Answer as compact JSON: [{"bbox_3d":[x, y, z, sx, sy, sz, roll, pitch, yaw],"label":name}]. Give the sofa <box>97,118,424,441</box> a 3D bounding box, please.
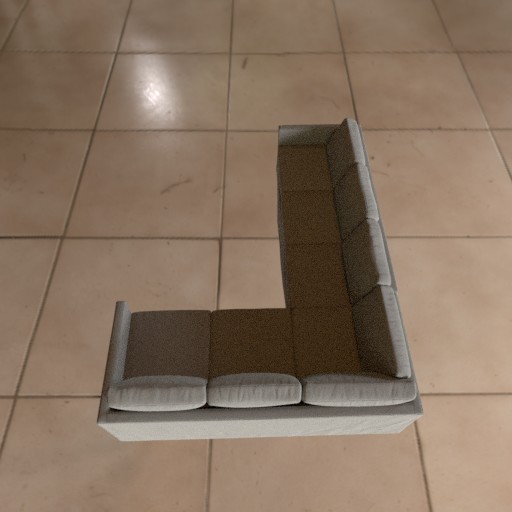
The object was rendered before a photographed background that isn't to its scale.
[{"bbox_3d":[0.000,0.000,4.310,2.432,0.871,3.182,-1,57,-1],"label":"sofa"}]
